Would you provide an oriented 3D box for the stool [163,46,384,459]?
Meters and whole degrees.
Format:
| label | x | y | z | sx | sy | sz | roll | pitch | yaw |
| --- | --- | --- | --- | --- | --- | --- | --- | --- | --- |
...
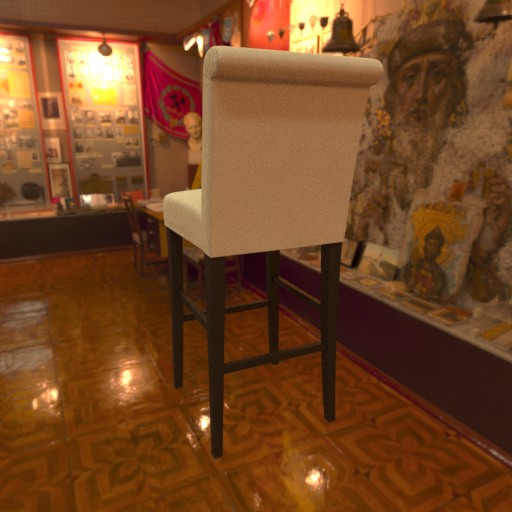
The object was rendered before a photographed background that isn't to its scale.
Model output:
| label | x | y | z | sx | sy | sz | roll | pitch | yaw |
| --- | --- | --- | --- | --- | --- | --- | --- | --- | --- |
| stool | 0.000 | 0.000 | 1.419 | 0.452 | 1.124 | 0.597 | -7 | 17 | -24 |
